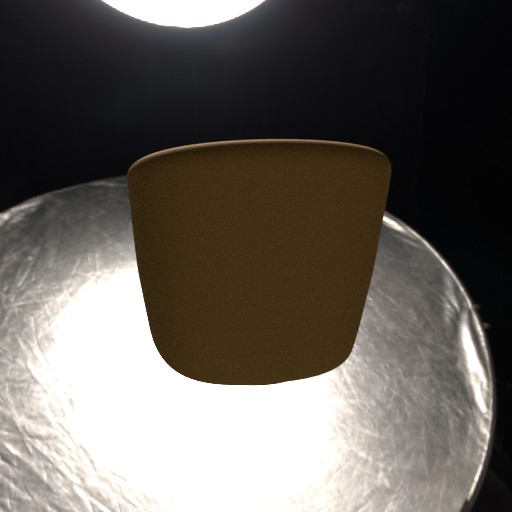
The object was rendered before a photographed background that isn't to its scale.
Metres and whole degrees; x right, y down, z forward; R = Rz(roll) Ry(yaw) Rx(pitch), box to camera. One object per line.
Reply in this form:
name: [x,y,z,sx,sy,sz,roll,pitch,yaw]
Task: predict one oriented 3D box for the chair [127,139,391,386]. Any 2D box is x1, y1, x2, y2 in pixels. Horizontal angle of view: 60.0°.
chair: [0.000,0.000,1.388,0.773,0.698,0.767,-2,14,-9]
